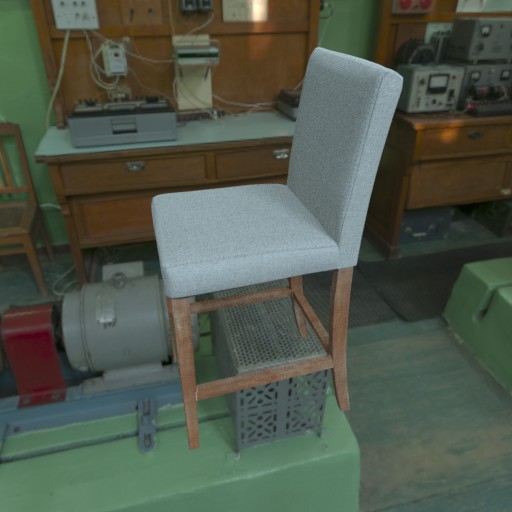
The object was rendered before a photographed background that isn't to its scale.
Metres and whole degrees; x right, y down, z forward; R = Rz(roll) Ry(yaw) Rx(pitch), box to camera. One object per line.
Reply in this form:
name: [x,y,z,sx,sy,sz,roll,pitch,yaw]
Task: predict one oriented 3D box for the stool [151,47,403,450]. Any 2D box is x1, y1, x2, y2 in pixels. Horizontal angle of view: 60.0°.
stool: [0.000,0.000,1.334,0.570,1.088,0.439,-8,32,-13]
